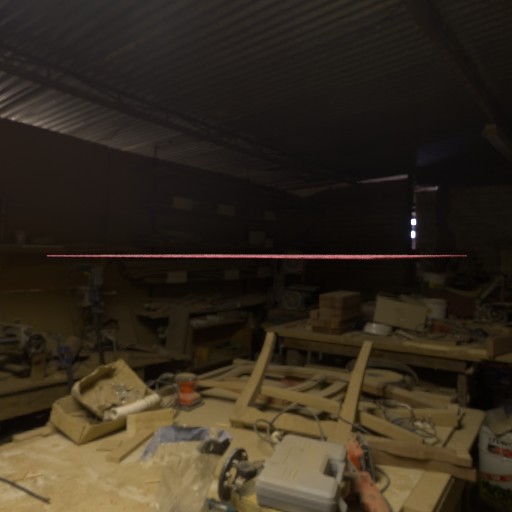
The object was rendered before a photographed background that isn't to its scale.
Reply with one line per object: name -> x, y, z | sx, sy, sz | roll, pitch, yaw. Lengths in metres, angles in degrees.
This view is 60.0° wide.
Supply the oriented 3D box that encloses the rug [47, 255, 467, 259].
rug -> 0.000, 0.000, 2.839 | 2.184, 0.007, 1.579 | 0, 0, 36
